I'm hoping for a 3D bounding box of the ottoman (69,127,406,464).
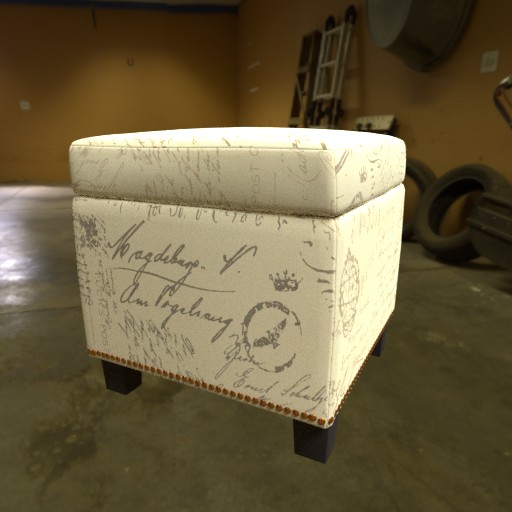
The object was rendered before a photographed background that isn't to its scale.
[{"bbox_3d":[0.000,0.000,0.822,0.450,0.457,0.449,8,17,26],"label":"ottoman"}]
